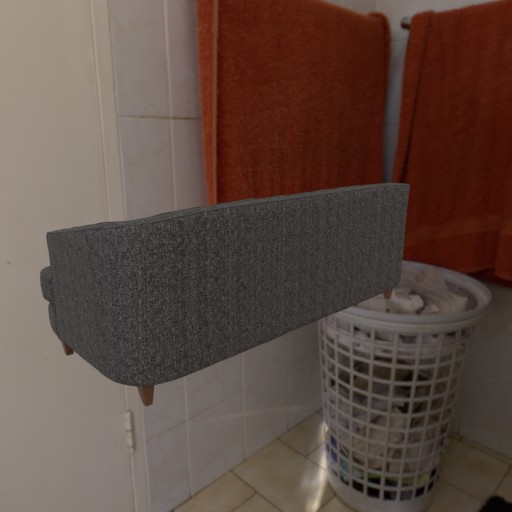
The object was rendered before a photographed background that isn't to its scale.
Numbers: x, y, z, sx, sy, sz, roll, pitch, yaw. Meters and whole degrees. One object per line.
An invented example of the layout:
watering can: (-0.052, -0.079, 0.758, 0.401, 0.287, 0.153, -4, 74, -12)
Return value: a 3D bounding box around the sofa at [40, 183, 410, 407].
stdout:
sofa: (0.000, 0.000, 2.729, 2.278, 0.855, 0.941, -14, 20, -41)
